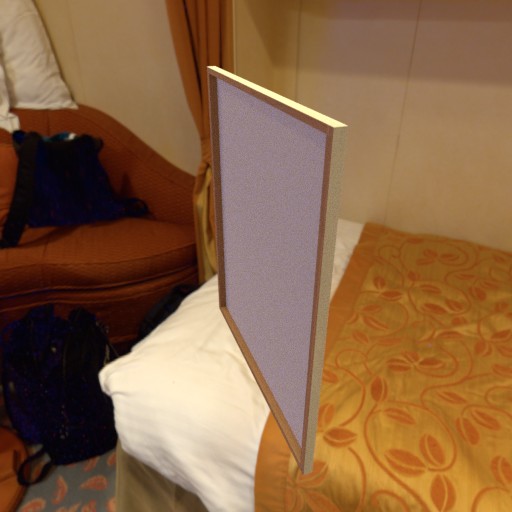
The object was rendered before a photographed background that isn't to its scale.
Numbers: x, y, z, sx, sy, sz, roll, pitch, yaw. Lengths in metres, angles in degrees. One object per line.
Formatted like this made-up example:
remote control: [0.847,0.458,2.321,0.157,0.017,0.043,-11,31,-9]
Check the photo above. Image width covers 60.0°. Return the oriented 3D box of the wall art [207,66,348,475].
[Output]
wall art: [0.000,0.000,0.984,0.021,0.710,0.609,-11,32,-18]
